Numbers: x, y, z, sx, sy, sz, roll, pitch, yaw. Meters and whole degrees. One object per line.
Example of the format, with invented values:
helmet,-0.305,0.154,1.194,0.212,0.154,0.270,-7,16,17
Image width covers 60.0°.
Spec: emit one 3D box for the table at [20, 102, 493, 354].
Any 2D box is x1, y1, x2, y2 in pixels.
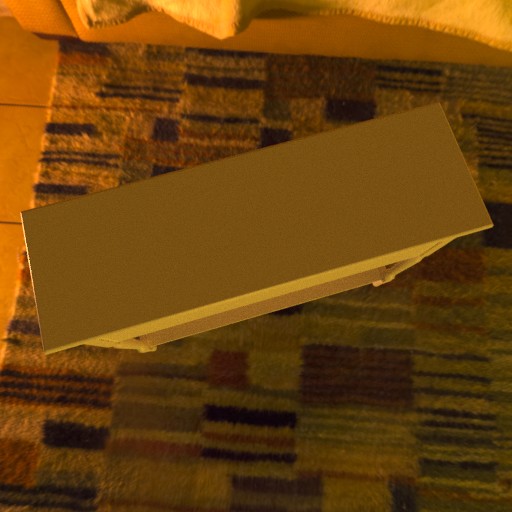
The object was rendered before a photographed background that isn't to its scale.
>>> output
table,0.000,0.000,1.558,1.191,0.814,0.386,-16,76,-4
